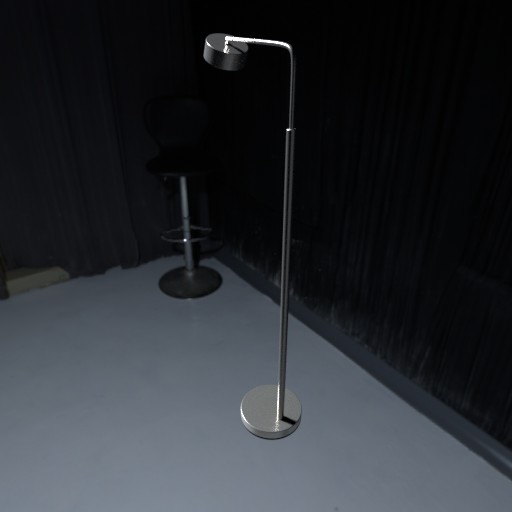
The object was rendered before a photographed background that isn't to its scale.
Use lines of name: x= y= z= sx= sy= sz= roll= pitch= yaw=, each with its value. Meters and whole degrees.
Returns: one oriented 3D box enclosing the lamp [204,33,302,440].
lamp: x=0.000 y=0.000 z=1.407 sx=0.222 sy=1.250 sz=0.421 roll=-18 pitch=34 yaw=-29
